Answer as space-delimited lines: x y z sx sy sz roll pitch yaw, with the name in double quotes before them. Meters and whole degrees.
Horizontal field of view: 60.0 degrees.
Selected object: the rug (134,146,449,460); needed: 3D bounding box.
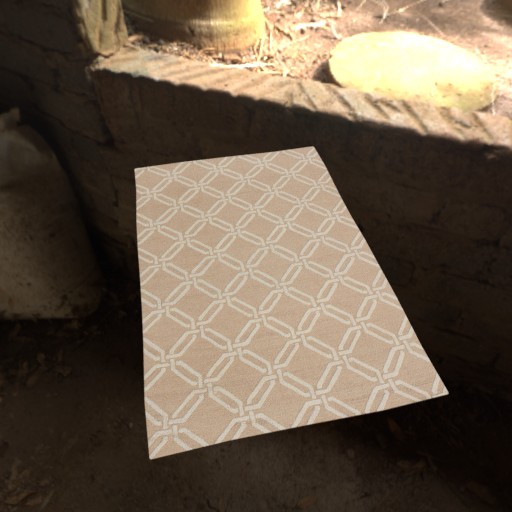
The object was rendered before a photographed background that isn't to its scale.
"rug" 0.000 0.000 2.191 1.146 0.010 1.745 -9 48 -8
